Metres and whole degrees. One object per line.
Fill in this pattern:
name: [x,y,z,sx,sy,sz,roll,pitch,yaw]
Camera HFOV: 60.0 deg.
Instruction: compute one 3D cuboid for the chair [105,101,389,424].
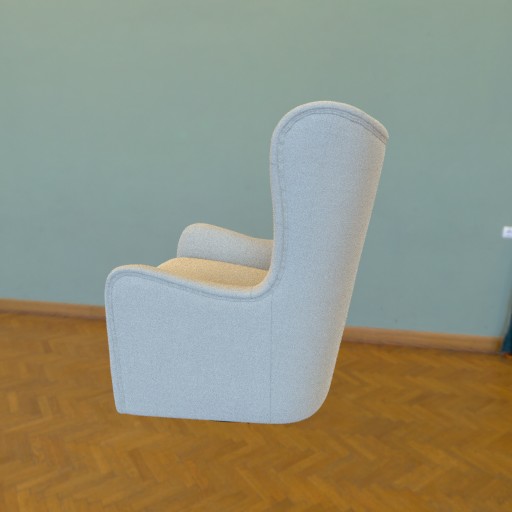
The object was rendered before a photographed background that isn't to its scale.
chair: [0.000,0.000,1.737,0.929,1.079,0.831,3,15,10]
